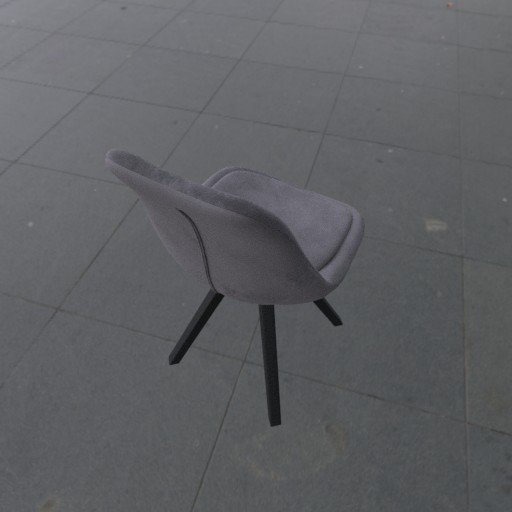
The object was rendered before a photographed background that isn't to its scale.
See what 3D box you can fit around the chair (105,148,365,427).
[{"bbox_3d":[0.000,0.000,1.165,0.485,0.850,0.550,25,52,21],"label":"chair"}]
